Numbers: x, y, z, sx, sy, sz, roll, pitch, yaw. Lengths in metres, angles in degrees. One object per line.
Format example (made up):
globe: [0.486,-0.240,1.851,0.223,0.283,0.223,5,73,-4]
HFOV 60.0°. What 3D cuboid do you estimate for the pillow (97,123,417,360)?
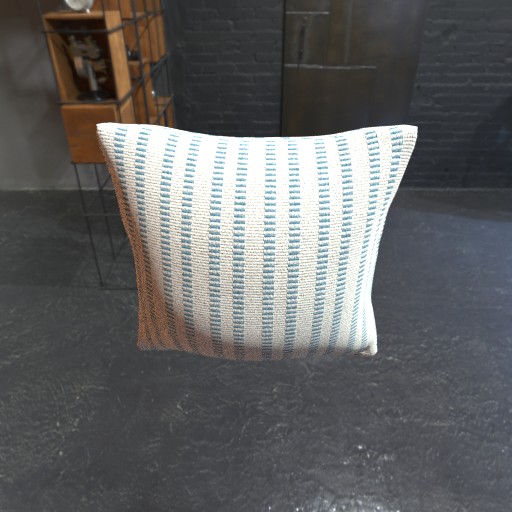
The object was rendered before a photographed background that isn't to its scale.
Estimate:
pillow: [0.000,0.000,0.704,0.438,0.419,0.247,1,32,2]
